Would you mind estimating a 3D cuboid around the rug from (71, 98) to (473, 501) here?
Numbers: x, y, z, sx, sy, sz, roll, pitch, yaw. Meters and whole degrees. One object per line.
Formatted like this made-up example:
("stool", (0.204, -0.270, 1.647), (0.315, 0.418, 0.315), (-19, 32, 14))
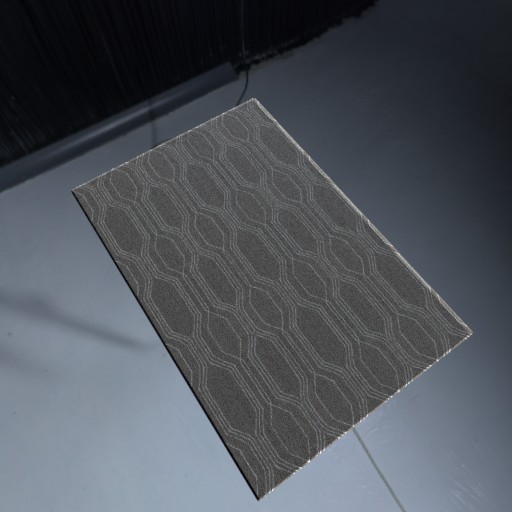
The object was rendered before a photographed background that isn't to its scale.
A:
("rug", (0.000, 0.000, 2.278), (1.239, 0.012, 1.836), (-32, 68, -15))
